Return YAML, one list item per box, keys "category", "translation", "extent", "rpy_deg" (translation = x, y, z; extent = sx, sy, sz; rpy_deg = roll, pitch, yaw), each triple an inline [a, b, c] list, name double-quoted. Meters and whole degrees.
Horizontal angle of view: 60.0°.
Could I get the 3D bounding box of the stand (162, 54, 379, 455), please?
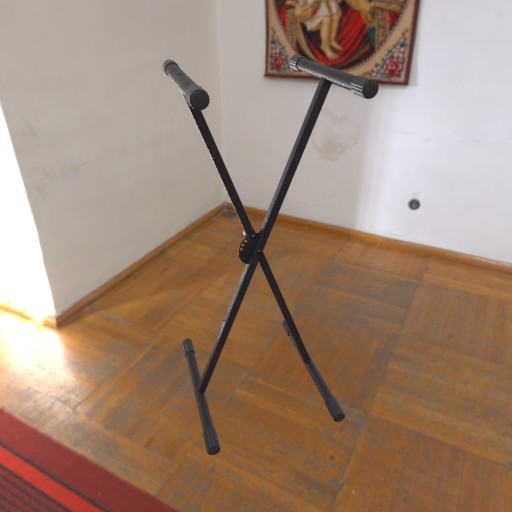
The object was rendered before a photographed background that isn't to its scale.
- category: "stand"
  translation: [0.000, 0.000, 1.193]
  extent: [0.409, 0.940, 0.449]
  rpy_deg: [-9, 32, -14]
